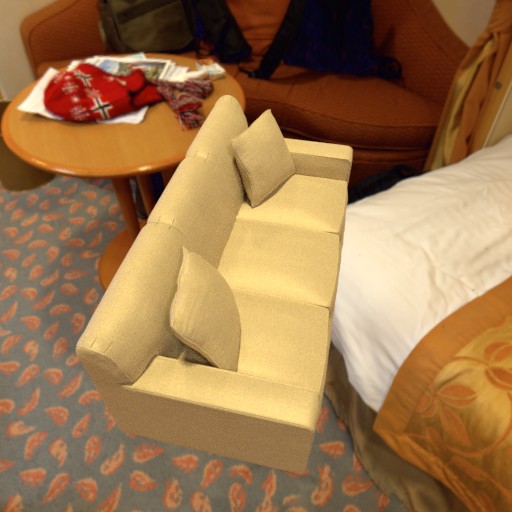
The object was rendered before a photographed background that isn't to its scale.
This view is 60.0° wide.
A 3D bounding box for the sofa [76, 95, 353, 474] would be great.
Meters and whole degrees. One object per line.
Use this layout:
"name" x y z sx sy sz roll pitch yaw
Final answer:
"sofa" 0.000 0.000 2.577 0.997 0.958 2.024 9 48 9
